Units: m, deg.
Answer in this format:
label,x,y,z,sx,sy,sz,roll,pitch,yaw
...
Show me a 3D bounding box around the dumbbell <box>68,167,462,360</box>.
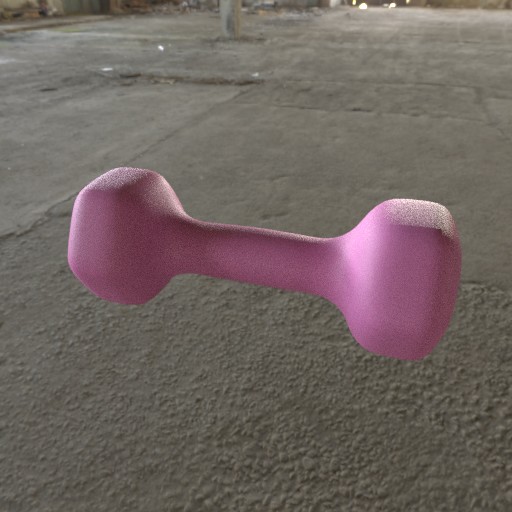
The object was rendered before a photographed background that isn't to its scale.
label,x,y,z,sx,sy,sz,roll,pitch,yaw
dumbbell,0.000,0.000,0.190,0.159,0.058,0.064,9,33,15
